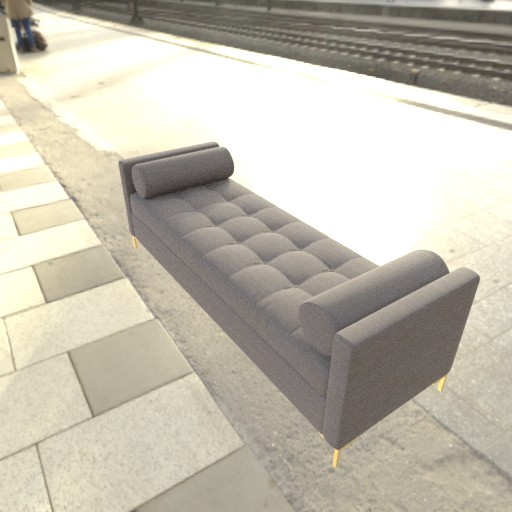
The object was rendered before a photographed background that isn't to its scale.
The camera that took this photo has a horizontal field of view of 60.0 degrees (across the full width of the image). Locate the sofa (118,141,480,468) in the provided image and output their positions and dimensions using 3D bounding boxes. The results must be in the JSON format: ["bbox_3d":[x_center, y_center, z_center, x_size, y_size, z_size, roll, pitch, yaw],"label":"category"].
[{"bbox_3d":[0.000,0.000,2.332,0.686,0.635,1.981,-20,37,-29],"label":"sofa"}]
